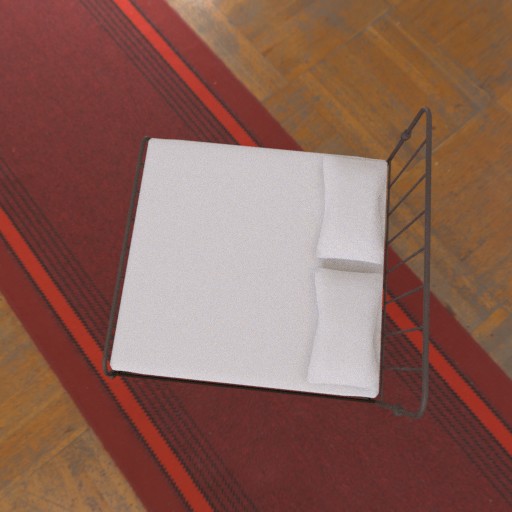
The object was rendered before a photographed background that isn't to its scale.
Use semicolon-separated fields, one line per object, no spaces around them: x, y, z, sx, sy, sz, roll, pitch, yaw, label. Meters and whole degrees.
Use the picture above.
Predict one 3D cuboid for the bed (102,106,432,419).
0.000;0.000;3.358;2.134;1.446;2.044;6;77;1;bed
